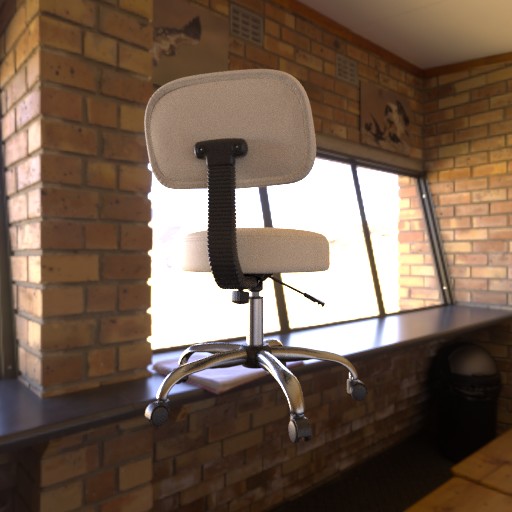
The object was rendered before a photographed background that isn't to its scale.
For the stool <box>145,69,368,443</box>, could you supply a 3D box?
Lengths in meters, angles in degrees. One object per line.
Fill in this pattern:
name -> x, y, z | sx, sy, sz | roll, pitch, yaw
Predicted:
stool -> 0.000, 0.000, 1.258 | 0.609, 0.810, 0.616 | 0, 0, 17
